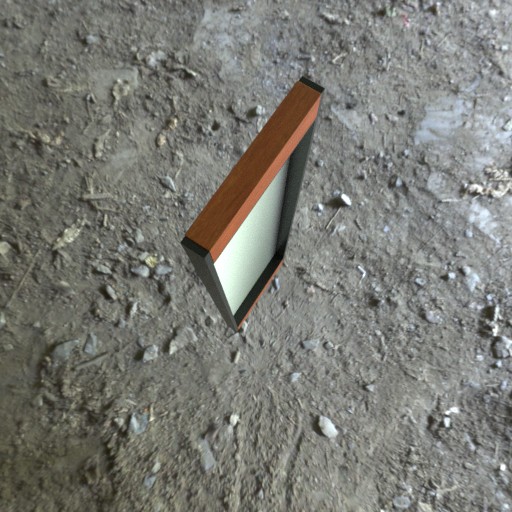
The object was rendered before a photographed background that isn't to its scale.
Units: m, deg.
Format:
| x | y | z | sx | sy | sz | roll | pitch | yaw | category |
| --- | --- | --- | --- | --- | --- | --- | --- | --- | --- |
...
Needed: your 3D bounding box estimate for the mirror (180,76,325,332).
| x | y | z | sx | sy | sz | roll | pitch | yaw | category |
| --- | --- | --- | --- | --- | --- | --- | --- | --- | --- |
| 0.000 | 0.000 | 1.228 | 0.047 | 1.123 | 0.343 | 32 | 77 | 8 | mirror |
